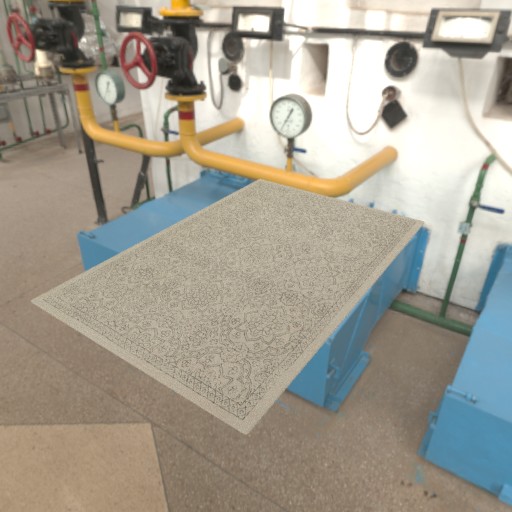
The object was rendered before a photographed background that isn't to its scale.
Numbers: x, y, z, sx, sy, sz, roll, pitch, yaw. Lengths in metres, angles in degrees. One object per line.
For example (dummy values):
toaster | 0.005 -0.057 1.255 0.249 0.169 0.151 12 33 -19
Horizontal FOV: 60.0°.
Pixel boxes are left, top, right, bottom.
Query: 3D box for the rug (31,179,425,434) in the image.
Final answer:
rug | 0.000 0.000 2.349 1.219 0.010 1.829 20 37 30
